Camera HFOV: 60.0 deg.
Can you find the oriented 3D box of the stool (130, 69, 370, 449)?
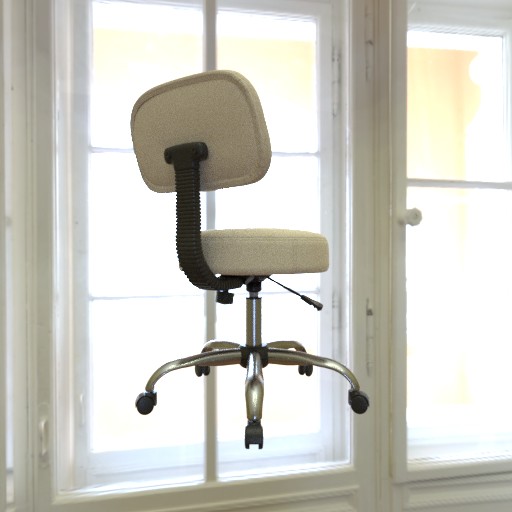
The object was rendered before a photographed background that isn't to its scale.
[{"bbox_3d":[0.000,0.000,1.245,0.609,0.810,0.616,1,1,36],"label":"stool"}]
